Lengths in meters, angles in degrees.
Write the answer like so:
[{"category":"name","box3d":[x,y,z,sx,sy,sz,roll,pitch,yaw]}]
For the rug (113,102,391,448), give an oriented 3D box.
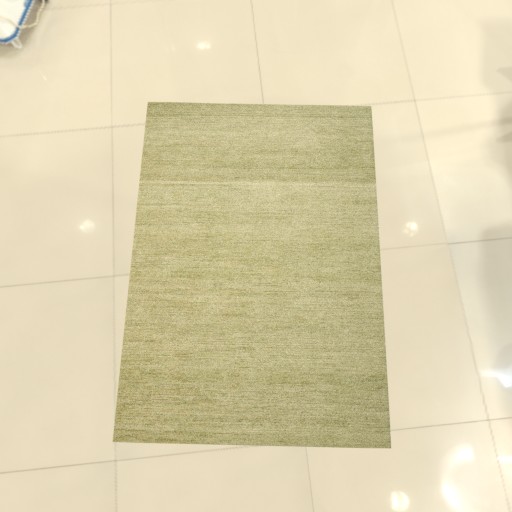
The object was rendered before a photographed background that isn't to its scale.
[{"category":"rug","box3d":[0.000,0.000,2.865,1.606,0.017,2.270,1,74,0]}]
